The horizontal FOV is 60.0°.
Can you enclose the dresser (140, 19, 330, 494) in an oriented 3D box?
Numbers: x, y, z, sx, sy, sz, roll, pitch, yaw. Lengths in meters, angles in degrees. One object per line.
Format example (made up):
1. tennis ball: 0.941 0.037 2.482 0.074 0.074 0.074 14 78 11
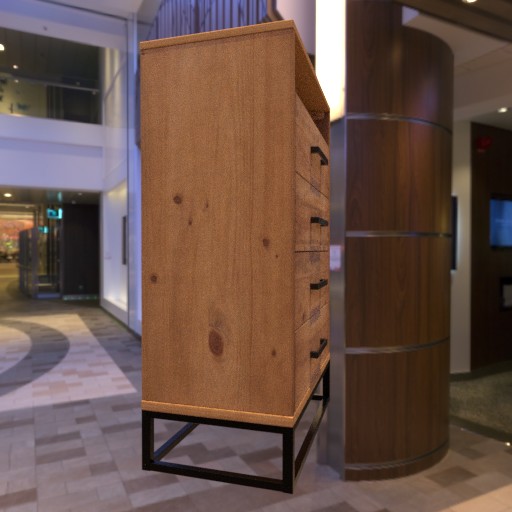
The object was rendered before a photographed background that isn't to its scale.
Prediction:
1. dresser: 0.000 0.000 1.578 0.479 1.240 0.761 0 1 17
